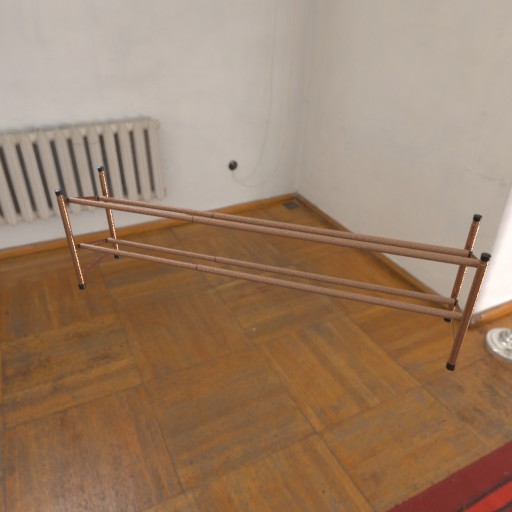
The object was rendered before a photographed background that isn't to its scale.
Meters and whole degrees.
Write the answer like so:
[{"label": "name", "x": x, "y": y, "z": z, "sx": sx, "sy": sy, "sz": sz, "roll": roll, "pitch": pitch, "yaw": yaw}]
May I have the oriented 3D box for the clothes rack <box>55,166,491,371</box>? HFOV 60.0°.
[{"label": "clothes rack", "x": 0.000, "y": 0.000, "z": 1.310, "sx": 1.168, "sy": 0.349, "sz": 0.229, "roll": 10, "pitch": 33, "yaw": 16}]
